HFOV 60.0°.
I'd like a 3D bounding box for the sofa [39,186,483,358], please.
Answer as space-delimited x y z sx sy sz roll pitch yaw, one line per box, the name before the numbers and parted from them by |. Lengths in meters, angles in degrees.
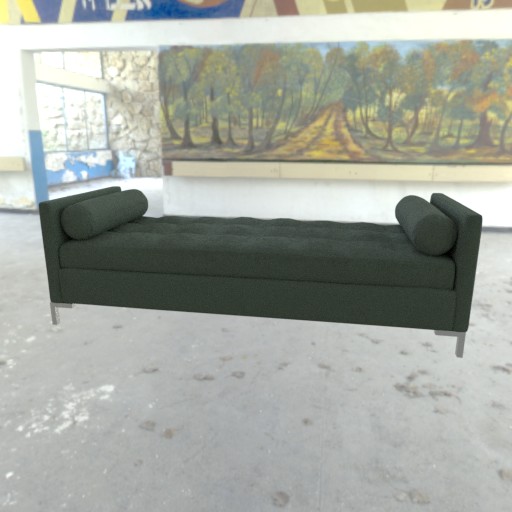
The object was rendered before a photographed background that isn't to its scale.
sofa | 0.000 0.000 2.474 2.102 0.657 0.797 3 15 10
